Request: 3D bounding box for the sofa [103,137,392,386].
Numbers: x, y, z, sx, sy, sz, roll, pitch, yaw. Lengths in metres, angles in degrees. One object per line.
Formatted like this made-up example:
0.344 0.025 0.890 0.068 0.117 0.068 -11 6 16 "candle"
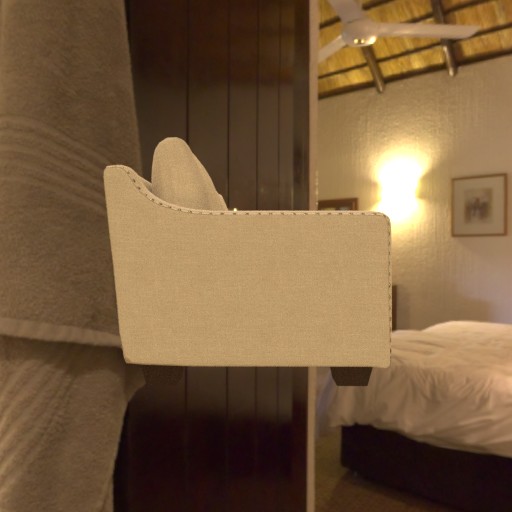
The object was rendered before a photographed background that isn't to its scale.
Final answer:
0.000 0.000 2.675 1.104 0.983 2.107 0 0 1 "sofa"
